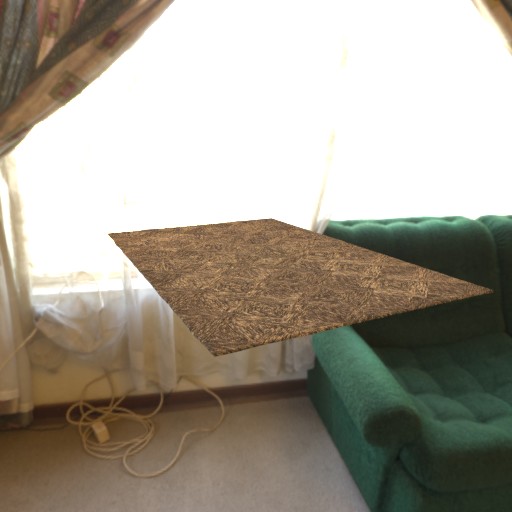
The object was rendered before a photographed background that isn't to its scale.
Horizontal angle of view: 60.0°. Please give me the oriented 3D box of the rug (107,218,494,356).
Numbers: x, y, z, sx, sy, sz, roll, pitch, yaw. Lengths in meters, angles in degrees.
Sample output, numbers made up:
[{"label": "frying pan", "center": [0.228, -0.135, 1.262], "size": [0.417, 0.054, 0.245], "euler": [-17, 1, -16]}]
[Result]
[{"label": "rug", "center": [0.000, 0.000, 2.264], "size": [1.189, 0.011, 1.808], "euler": [-8, 17, -26]}]
